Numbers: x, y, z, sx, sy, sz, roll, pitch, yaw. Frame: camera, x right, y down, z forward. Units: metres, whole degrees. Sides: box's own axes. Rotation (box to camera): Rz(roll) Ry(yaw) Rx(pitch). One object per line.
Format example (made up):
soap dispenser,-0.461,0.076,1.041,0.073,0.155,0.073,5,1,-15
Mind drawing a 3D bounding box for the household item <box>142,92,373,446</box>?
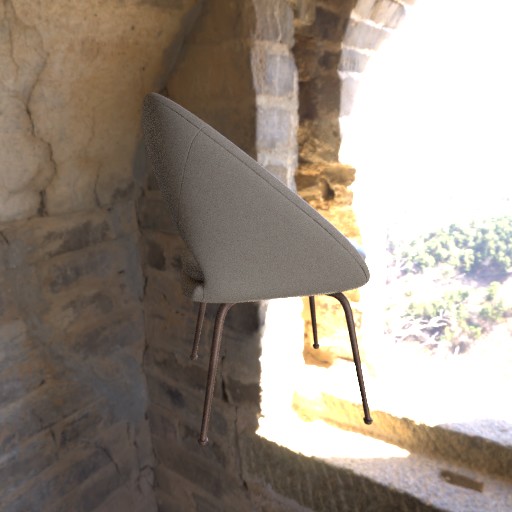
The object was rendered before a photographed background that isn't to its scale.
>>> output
household item,0.000,0.000,1.248,0.573,0.852,0.623,-3,16,-10
